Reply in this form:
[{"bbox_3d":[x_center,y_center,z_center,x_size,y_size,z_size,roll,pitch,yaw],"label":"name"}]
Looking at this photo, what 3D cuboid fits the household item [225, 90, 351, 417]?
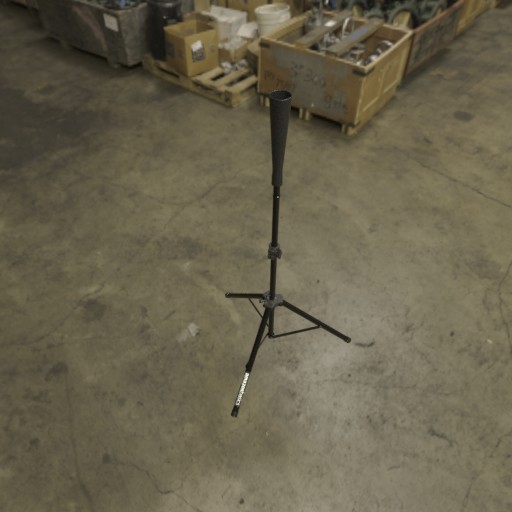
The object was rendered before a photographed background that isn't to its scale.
[{"bbox_3d":[0.000,0.000,1.414,0.559,1.067,0.559,31,53,27],"label":"household item"}]
